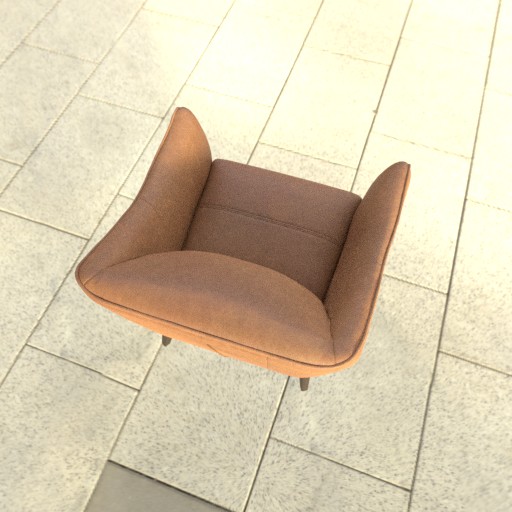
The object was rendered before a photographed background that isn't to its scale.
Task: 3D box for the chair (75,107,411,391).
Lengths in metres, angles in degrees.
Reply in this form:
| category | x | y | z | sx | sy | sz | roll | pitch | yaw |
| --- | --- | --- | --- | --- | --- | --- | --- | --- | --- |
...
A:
| category | x | y | z | sx | sy | sz | roll | pitch | yaw |
| --- | --- | --- | --- | --- | --- | --- | --- | --- | --- |
| chair | 0.000 | 0.000 | 1.552 | 0.871 | 0.830 | 0.852 | 16 | 65 | 8 |
